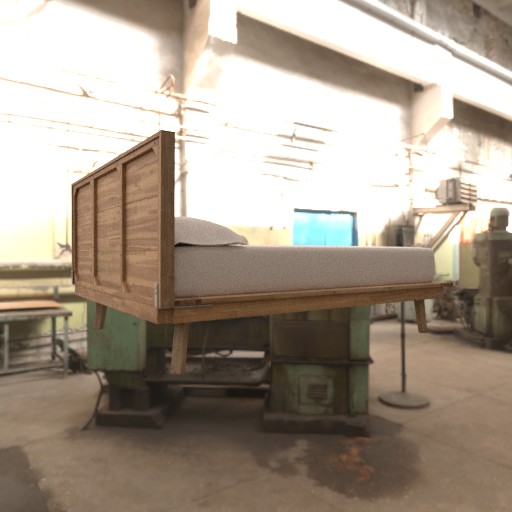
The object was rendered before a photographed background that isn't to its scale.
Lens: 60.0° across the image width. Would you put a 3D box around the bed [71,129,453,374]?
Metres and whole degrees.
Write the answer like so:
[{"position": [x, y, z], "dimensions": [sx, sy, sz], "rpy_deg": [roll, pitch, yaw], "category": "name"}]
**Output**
[{"position": [0.000, 0.000, 3.163], "dimensions": [2.145, 1.071, 1.759], "rpy_deg": [0, 1, -34], "category": "bed"}]
